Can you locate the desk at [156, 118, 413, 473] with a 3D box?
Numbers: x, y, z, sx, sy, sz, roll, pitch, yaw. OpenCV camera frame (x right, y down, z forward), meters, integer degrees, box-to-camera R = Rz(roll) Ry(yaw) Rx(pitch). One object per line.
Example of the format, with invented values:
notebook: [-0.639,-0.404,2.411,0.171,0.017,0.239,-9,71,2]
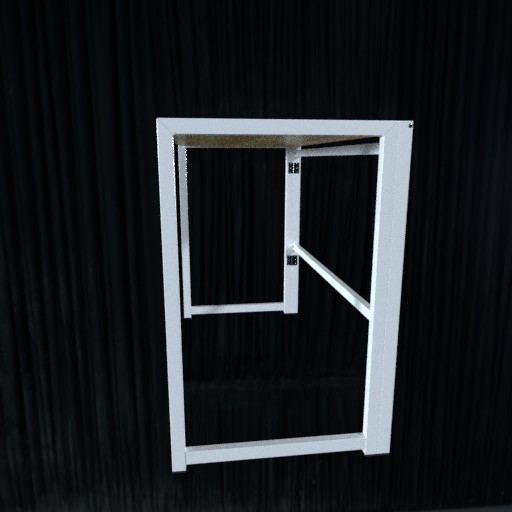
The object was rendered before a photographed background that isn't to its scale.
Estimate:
desk: [0.000,0.000,1.430,0.508,0.762,1.016,-2,12,-7]
